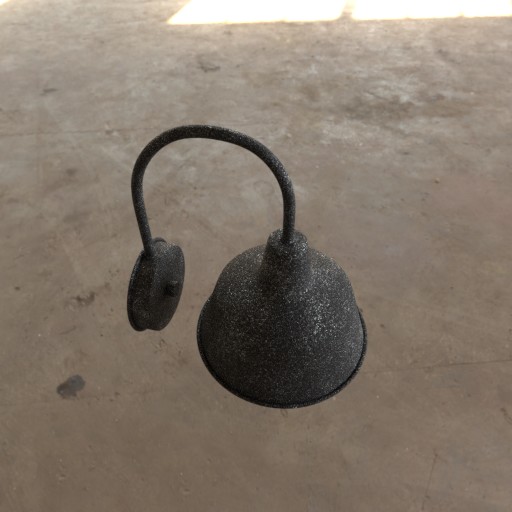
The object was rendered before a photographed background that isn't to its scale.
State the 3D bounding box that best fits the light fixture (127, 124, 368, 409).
[{"bbox_3d":[0.000,0.000,0.483,0.283,0.300,0.216,11,47,10],"label":"light fixture"}]
